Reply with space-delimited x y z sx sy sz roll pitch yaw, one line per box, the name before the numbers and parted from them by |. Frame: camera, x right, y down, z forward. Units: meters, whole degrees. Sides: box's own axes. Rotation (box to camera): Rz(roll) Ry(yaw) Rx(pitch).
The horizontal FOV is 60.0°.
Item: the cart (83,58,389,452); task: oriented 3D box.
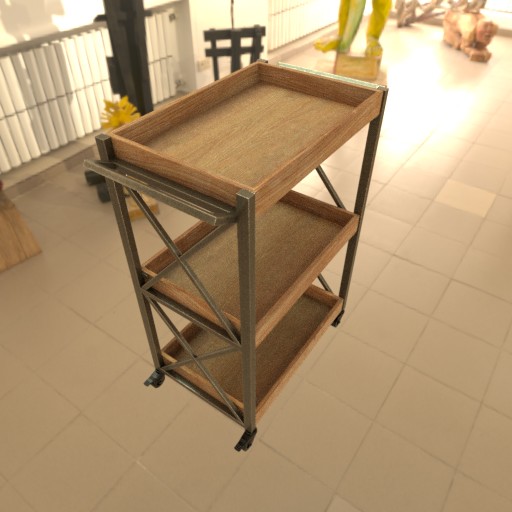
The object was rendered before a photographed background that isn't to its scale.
cart | 0.000 0.000 1.225 0.377 0.835 0.673 25 47 25
